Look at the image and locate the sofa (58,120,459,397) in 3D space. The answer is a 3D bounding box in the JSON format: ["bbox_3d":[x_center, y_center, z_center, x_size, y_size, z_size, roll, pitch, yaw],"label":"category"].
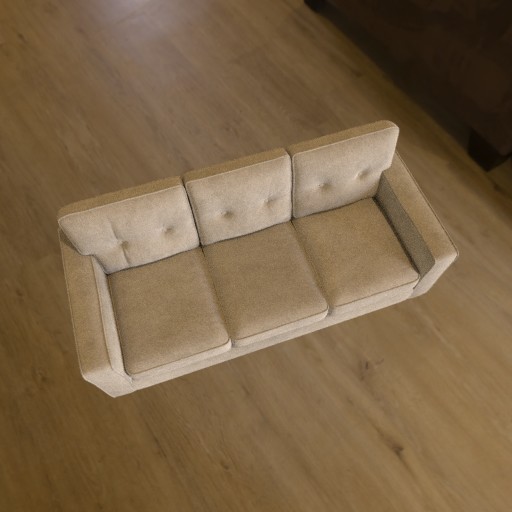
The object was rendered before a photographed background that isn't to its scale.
[{"bbox_3d":[0.000,0.000,2.665,2.133,0.965,0.939,-17,64,-8],"label":"sofa"}]
